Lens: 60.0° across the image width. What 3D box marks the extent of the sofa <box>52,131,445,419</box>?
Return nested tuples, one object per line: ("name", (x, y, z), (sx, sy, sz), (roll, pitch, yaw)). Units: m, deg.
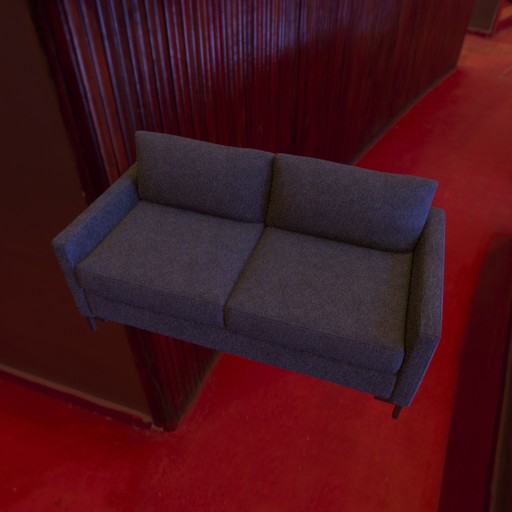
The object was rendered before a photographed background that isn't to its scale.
("sofa", (0.000, 0.000, 2.214), (1.716, 0.862, 0.866), (13, 43, 14))
